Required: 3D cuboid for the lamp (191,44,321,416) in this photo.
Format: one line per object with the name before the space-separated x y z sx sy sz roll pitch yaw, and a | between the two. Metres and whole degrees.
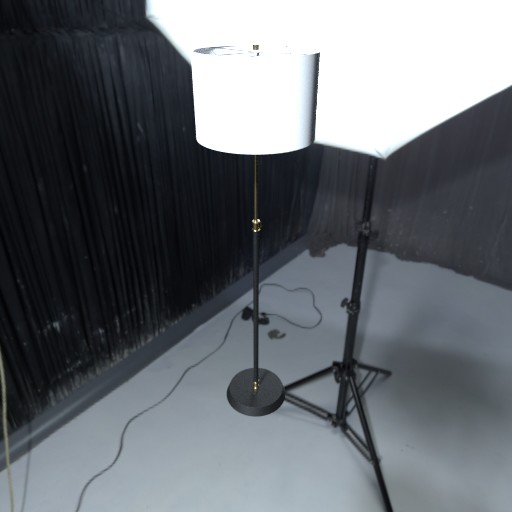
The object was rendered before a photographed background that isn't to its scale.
lamp | 0.000 0.000 1.755 0.404 1.517 0.404 21 36 32
